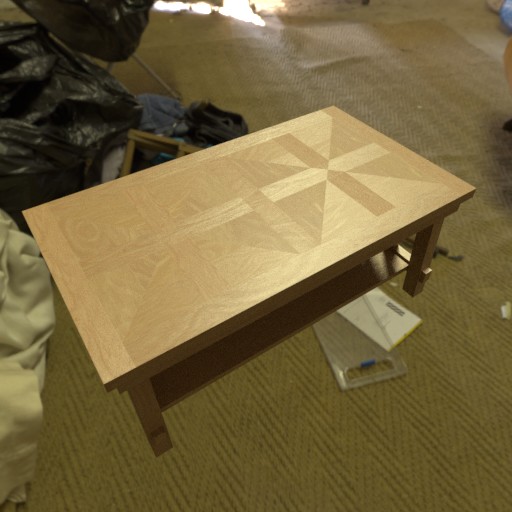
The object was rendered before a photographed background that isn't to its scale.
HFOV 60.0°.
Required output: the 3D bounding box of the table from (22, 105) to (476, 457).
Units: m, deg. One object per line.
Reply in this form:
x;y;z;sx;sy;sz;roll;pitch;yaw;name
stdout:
0.000;0.000;1.593;1.270;0.507;0.711;-25;50;-23;table
